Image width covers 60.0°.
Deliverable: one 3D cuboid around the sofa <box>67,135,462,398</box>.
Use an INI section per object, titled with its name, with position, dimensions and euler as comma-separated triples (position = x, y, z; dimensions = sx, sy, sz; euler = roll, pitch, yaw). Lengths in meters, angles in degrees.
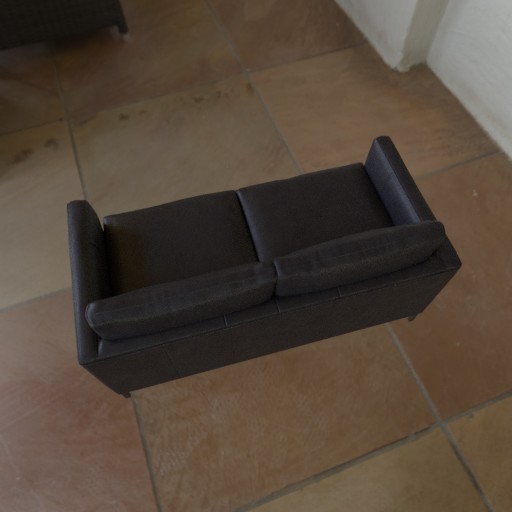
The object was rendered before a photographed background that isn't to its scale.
[sofa]
position = 0.000, 0.000, 2.343
dimensions = 1.805, 0.883, 0.947
euler = -15, 61, -9
